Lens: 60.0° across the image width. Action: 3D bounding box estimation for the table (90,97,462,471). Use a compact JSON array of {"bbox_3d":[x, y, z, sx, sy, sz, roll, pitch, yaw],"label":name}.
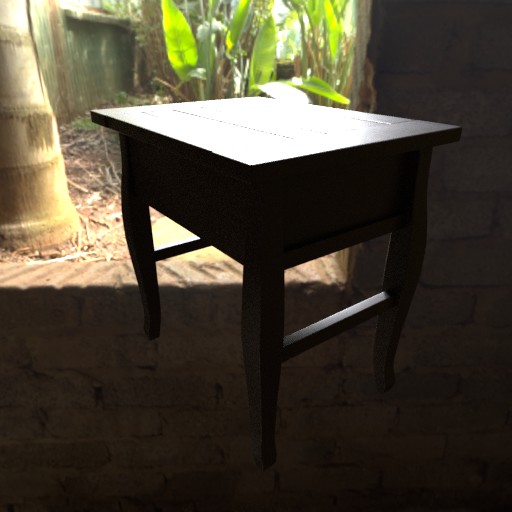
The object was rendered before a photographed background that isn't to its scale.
[{"bbox_3d":[0.000,0.000,1.004,0.460,0.605,0.602,-18,31,-32],"label":"table"}]
